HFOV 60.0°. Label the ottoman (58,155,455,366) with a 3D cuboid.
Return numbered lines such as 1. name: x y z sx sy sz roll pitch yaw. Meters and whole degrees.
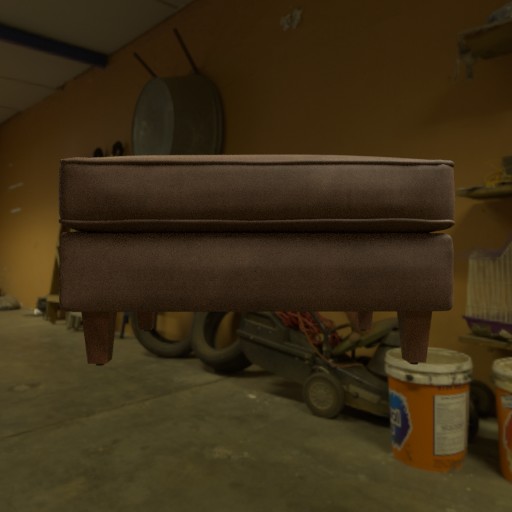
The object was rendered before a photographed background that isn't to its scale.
1. ottoman: 0.000 0.000 1.205 0.860 0.481 0.596 0 0 -1
